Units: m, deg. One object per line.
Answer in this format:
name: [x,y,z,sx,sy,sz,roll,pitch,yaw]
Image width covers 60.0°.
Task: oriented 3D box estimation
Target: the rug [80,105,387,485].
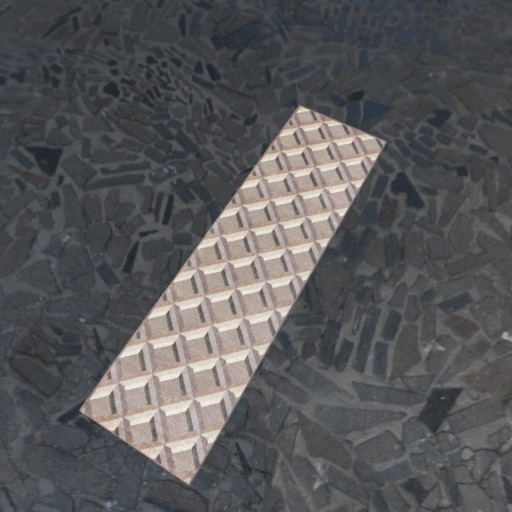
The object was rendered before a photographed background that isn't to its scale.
rug: [0.000,0.000,2.662,0.685,0.013,2.437,27,67,13]
